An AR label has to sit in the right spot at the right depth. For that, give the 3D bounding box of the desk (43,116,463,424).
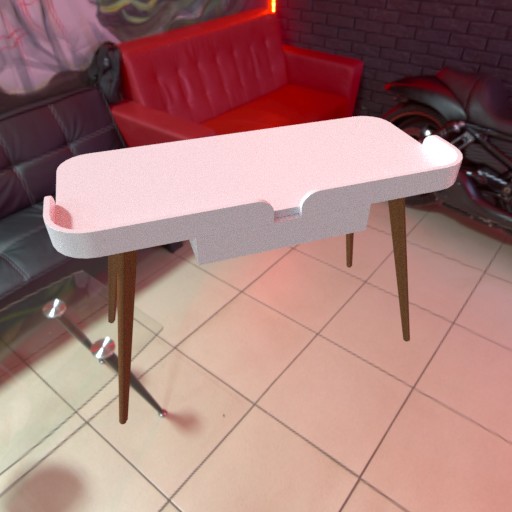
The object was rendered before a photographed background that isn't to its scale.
[{"bbox_3d":[0.000,0.000,1.602,1.206,0.807,0.534,-12,40,-15],"label":"desk"}]
